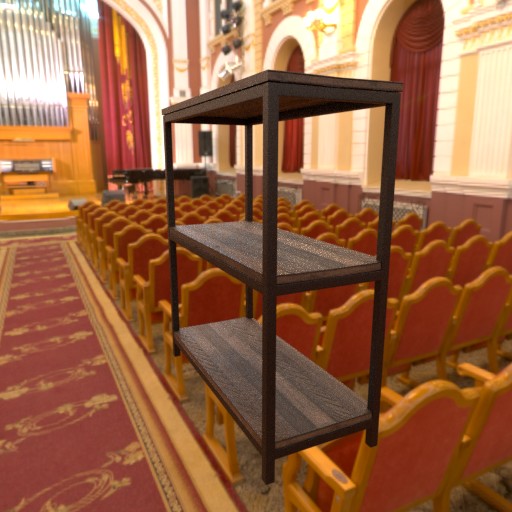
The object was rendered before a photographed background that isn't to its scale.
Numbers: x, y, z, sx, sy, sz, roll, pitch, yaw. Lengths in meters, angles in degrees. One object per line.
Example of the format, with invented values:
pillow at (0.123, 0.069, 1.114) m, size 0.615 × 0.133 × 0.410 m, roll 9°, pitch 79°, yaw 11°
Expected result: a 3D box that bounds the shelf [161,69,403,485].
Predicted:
shelf at (0.000, 0.000, 1.407) m, size 0.352 × 0.947 × 0.822 m, roll -6°, pitch 14°, yaw -25°
